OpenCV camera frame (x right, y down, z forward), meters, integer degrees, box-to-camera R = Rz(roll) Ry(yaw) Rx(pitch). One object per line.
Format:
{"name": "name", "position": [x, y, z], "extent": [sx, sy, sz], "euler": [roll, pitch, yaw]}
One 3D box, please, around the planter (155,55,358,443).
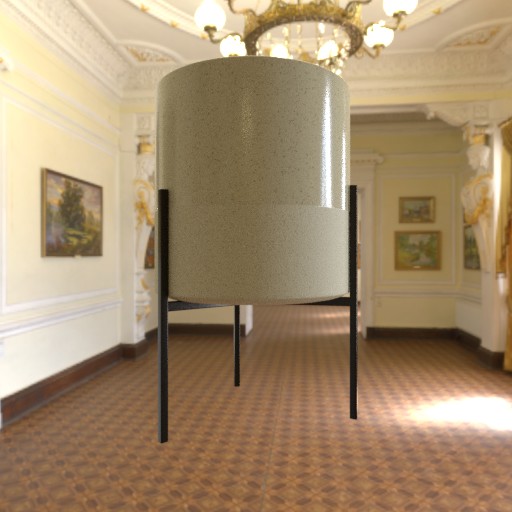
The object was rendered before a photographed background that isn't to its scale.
{"name": "planter", "position": [0.000, 0.000, 0.542], "extent": [0.243, 0.390, 0.234], "euler": [0, 0, 19]}
